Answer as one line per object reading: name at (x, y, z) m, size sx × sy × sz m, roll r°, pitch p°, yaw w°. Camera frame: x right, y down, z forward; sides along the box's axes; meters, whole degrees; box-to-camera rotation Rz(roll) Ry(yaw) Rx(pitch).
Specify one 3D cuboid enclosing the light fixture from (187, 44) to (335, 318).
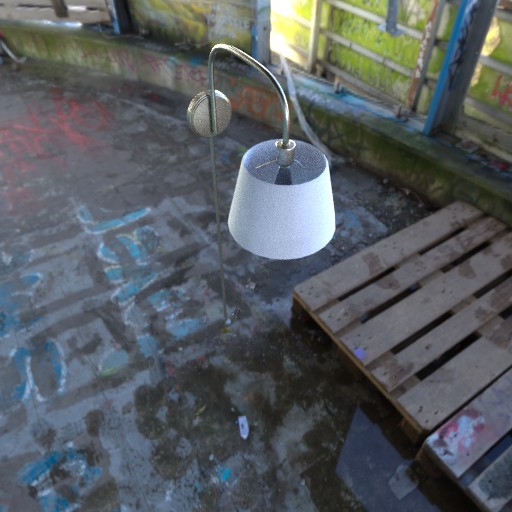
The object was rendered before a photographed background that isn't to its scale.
light fixture at (0.000, 0.000, 0.462) m, size 0.092 × 0.399 × 0.176 m, roll -24°, pitch 50°, yaw -22°
